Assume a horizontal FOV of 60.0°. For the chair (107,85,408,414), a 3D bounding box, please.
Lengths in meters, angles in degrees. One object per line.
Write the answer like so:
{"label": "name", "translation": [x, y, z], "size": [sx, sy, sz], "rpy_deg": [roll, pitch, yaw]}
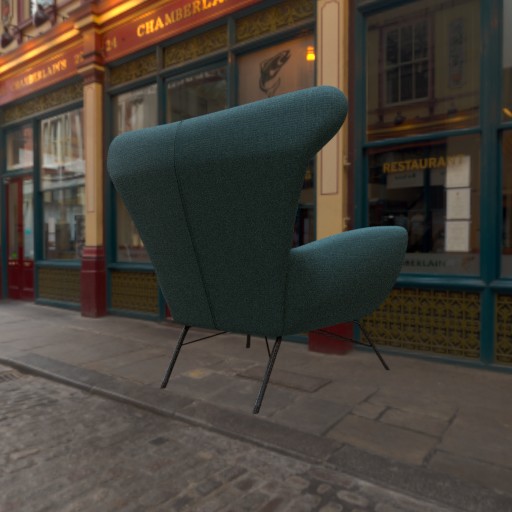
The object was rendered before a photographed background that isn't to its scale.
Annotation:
{"label": "chair", "translation": [0.000, 0.000, 1.774], "size": [1.050, 0.980, 0.900], "rpy_deg": [0, 0, 36]}
